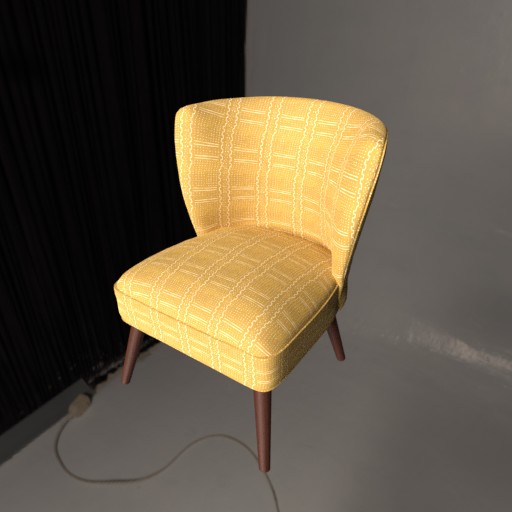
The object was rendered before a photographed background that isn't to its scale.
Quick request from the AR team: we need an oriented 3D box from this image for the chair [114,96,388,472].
[{"bbox_3d":[0.000,0.000,1.433,0.706,0.866,0.758,19,35,30],"label":"chair"}]
